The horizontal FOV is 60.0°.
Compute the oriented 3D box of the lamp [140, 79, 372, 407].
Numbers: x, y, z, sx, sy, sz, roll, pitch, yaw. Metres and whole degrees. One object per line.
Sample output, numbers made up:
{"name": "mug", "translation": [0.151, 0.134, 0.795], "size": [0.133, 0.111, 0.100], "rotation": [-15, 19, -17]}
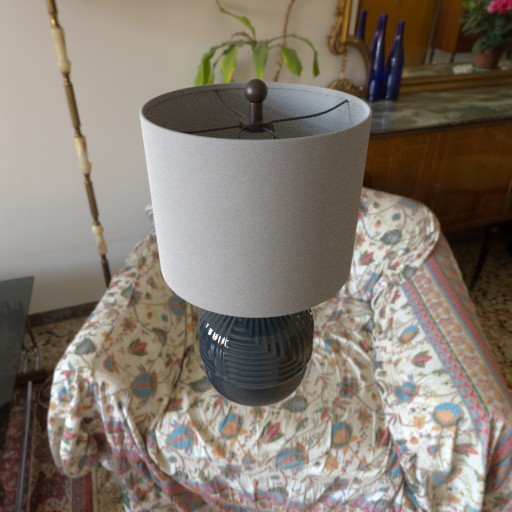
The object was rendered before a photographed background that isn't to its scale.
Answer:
{"name": "lamp", "translation": [0.000, 0.000, 0.752], "size": [0.318, 0.567, 0.318], "rotation": [0, 32, 0]}
